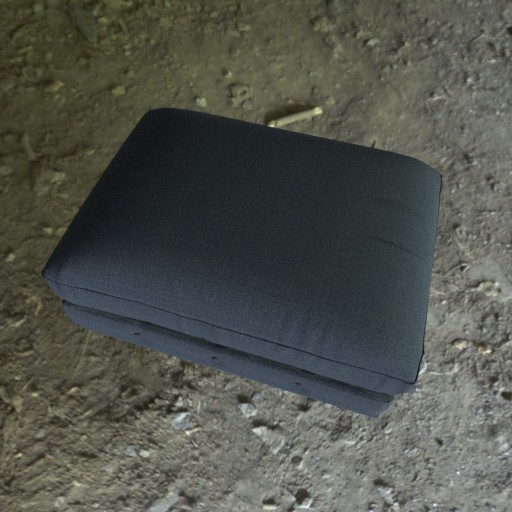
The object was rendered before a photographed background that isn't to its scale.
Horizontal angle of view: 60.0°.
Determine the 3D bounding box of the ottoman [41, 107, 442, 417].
[{"bbox_3d":[0.000,0.000,1.099,0.767,0.486,0.558,15,59,9],"label":"ottoman"}]
